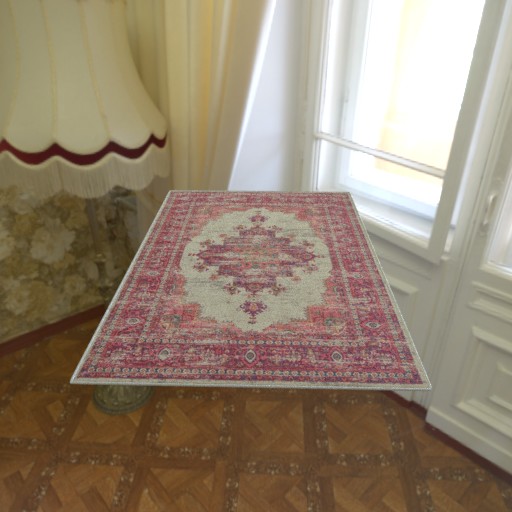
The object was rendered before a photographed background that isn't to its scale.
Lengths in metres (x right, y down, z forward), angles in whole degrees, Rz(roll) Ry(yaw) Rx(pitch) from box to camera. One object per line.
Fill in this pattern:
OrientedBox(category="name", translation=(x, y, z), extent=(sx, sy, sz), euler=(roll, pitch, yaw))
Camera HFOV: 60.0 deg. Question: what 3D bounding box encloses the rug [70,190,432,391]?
OrientedBox(category="rug", translation=(0.000, 0.000, 3.680), extent=(2.005, 0.014, 2.878), euler=(1, 30, 1))
